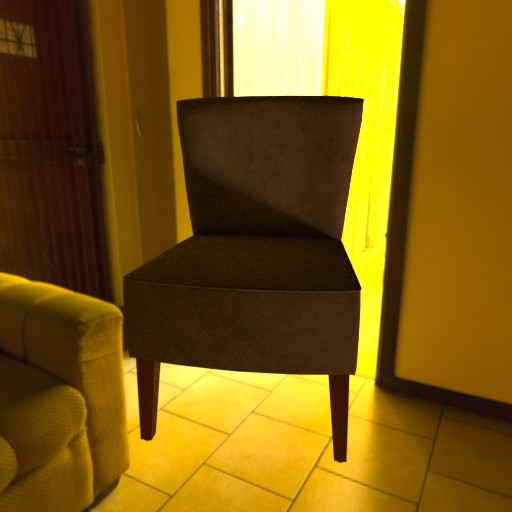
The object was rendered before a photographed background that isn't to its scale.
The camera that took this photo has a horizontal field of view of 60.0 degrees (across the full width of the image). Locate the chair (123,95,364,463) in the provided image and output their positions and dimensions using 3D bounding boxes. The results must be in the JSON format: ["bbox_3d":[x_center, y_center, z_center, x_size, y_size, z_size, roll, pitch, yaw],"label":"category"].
[{"bbox_3d":[0.000,0.000,1.124,0.521,0.806,0.554,2,15,9],"label":"chair"}]
